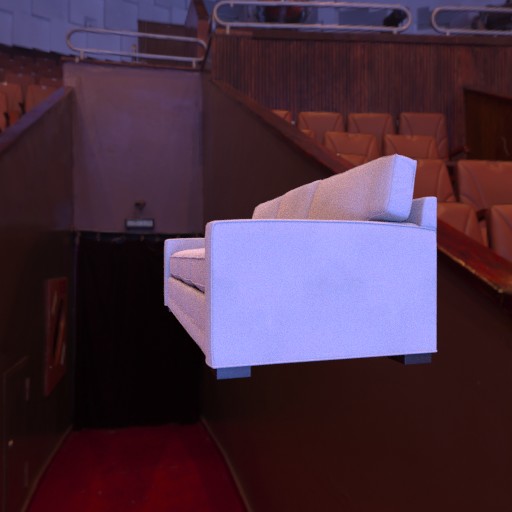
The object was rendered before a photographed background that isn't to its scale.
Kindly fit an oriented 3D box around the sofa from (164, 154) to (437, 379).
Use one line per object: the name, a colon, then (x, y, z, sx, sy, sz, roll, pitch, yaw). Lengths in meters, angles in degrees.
sofa: (0.000, 0.000, 2.660, 0.935, 0.862, 2.088, 0, 0, -16)
